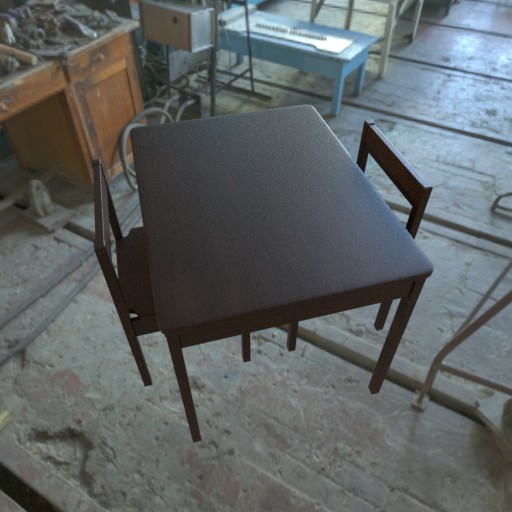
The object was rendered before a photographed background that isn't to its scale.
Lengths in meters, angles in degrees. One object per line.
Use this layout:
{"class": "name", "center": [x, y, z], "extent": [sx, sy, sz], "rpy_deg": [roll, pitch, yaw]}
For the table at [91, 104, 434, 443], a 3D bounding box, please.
{"class": "table", "center": [0.000, 0.000, 1.115], "extent": [0.672, 0.503, 0.650], "rpy_deg": [-11, 47, -11]}
